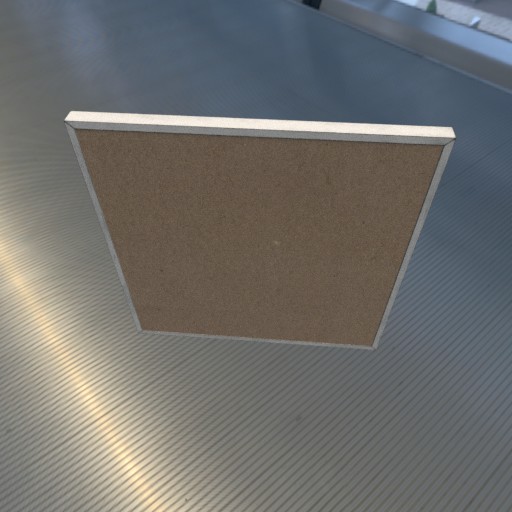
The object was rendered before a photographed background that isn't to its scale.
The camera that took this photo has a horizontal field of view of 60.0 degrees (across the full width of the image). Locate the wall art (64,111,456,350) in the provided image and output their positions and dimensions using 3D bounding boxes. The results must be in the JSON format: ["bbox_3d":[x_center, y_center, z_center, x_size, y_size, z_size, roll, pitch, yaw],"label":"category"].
[{"bbox_3d":[0.000,0.000,1.149,0.762,0.762,0.038,3,47,3],"label":"wall art"}]
